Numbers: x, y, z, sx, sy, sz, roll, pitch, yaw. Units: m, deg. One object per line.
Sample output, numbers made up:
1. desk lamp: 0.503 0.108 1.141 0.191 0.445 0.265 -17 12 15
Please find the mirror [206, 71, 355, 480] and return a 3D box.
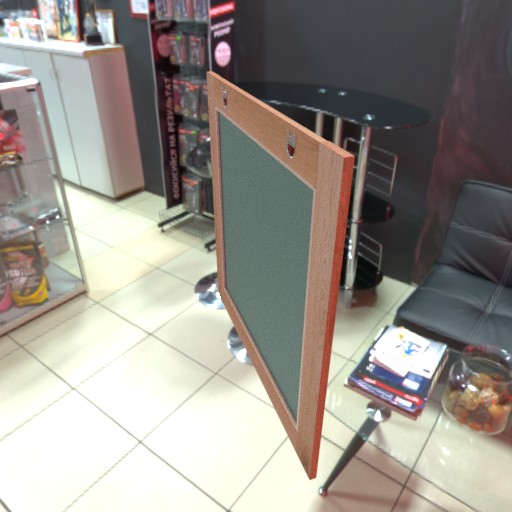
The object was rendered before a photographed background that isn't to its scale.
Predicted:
1. mirror: 0.000 0.000 1.179 0.020 0.800 0.800 -11 33 -17
